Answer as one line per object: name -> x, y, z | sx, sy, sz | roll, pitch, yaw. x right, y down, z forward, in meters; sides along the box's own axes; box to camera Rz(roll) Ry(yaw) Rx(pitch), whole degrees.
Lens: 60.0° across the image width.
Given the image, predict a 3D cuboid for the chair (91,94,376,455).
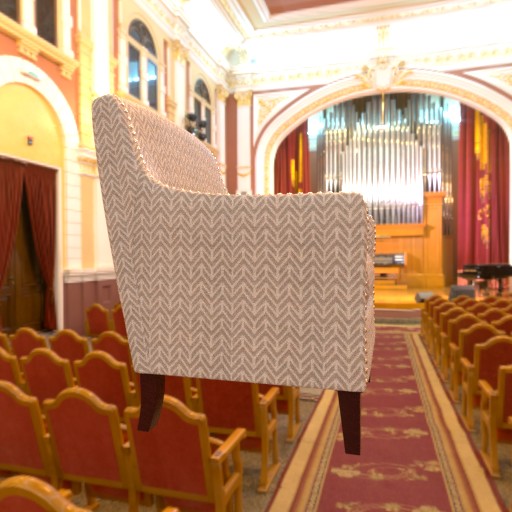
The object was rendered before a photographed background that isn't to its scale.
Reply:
chair -> 0.000, 0.000, 1.268 | 0.651, 0.816, 0.623 | 0, 1, 17
